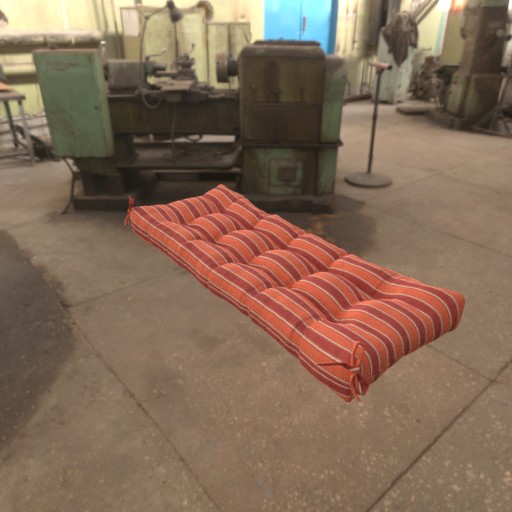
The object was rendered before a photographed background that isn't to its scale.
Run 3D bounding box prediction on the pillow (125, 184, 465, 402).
[{"bbox_3d":[0.000,0.000,1.407,0.511,0.174,1.194,-20,34,-33],"label":"pillow"}]
